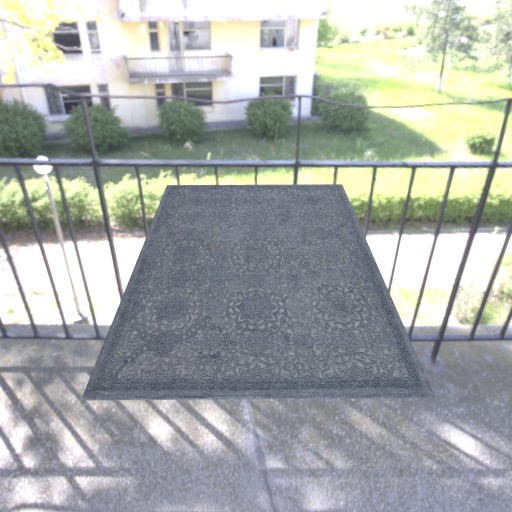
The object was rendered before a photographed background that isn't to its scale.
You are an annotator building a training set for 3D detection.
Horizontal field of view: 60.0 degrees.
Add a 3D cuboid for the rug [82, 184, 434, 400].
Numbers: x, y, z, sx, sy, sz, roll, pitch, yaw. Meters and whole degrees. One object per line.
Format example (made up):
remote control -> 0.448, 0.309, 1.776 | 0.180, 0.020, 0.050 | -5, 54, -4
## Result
rug -> 0.000, 0.000, 2.286 | 1.208, 0.012, 1.819 | 0, 32, 0
